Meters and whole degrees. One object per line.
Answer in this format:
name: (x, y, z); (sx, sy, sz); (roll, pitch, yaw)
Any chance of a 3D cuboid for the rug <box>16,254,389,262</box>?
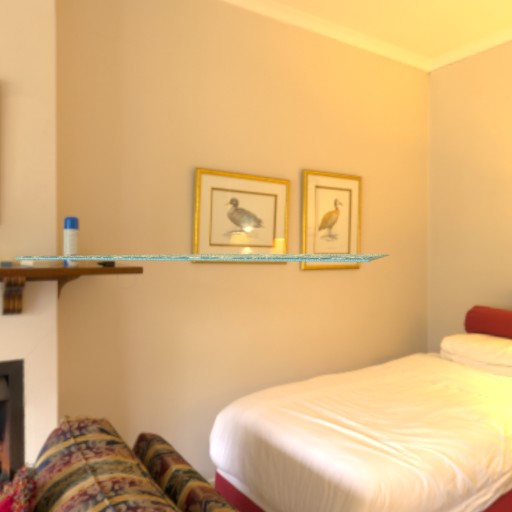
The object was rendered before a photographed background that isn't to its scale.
rug: (0.000, 0.000, 2.797); (1.554, 0.012, 2.205); (0, 1, 18)
